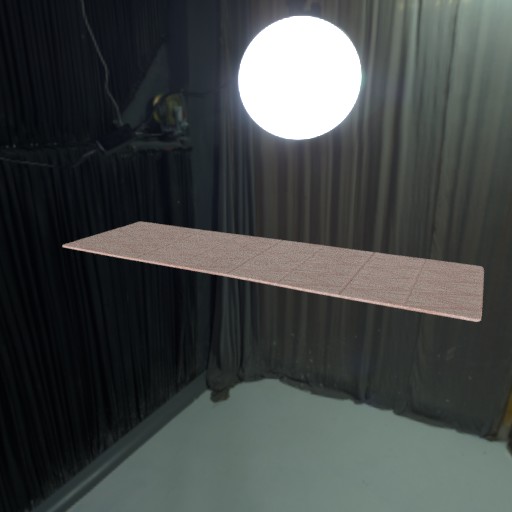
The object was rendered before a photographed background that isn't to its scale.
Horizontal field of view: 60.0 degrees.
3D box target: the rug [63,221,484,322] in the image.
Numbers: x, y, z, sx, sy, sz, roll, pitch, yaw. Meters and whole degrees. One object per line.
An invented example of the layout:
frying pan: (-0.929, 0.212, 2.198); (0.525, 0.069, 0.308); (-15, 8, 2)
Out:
rug: (0.000, 0.000, 2.645); (2.435, 0.015, 0.760); (9, 20, 25)
